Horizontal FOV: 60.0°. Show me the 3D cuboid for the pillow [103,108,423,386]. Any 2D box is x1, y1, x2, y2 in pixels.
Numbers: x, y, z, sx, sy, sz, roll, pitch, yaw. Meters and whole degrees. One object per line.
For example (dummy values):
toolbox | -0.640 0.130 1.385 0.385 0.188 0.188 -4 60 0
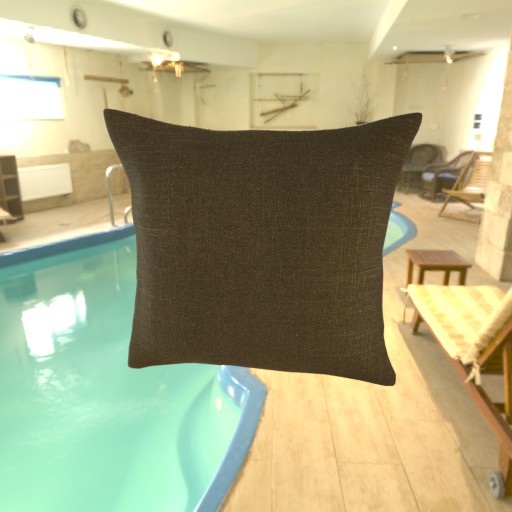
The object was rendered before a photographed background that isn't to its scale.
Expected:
pillow | 0.000 0.000 0.702 0.468 0.444 0.138 2 18 8
